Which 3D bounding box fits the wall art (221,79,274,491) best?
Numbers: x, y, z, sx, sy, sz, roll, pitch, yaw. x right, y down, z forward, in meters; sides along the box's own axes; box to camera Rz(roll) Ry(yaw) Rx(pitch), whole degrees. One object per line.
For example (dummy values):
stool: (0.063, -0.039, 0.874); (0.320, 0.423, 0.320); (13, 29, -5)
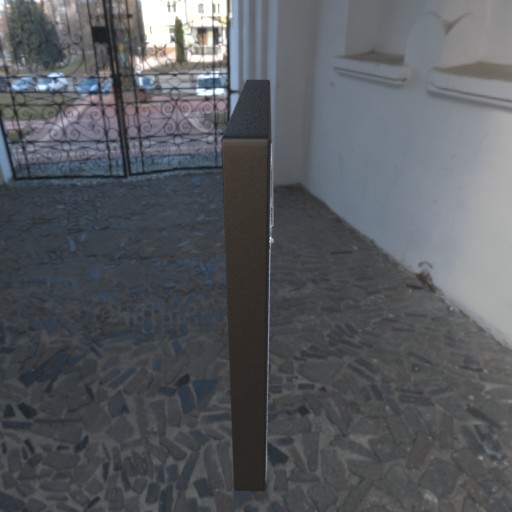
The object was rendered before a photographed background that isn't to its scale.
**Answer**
wall art: (0.000, 0.000, 0.600); (0.041, 0.407, 0.406); (1, 27, 1)
